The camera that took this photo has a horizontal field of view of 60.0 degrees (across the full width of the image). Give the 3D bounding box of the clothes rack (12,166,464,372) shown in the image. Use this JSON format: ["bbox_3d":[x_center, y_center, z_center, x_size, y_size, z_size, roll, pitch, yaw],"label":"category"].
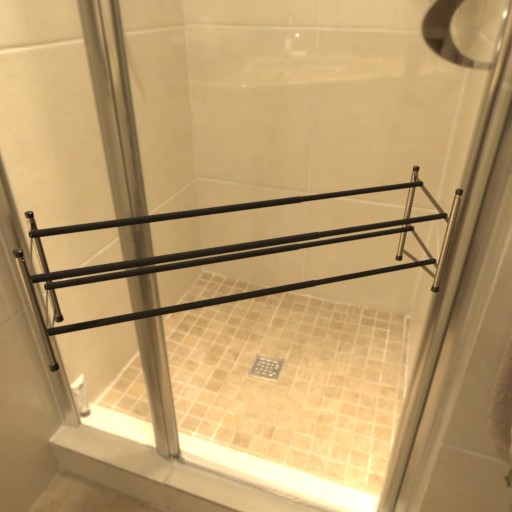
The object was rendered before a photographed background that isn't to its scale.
[{"bbox_3d":[0.000,0.000,1.277,1.168,0.349,0.229,-9,32,-15],"label":"clothes rack"}]
